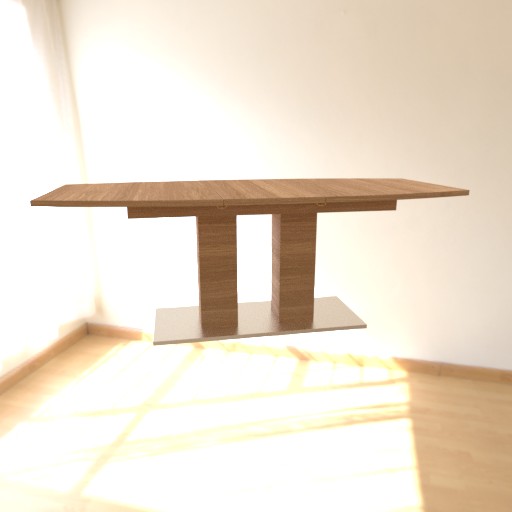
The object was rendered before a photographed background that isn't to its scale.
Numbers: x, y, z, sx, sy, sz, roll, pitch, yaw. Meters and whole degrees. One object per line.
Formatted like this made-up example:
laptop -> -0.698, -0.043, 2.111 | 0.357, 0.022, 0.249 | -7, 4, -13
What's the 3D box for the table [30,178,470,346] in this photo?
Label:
table -> 0.000, 0.000, 2.428 | 2.032, 0.750, 0.900 | -3, 15, -10
